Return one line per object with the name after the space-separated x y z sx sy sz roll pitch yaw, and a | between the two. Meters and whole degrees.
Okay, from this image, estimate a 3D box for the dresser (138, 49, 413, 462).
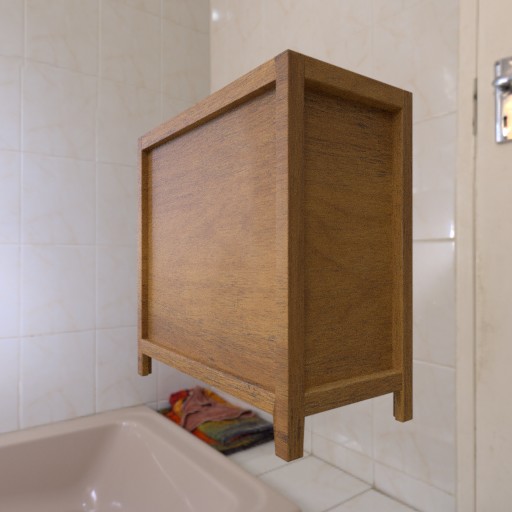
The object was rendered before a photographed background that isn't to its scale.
0.000 0.000 1.307 0.427 0.804 0.804 0 0 -35 | dresser
